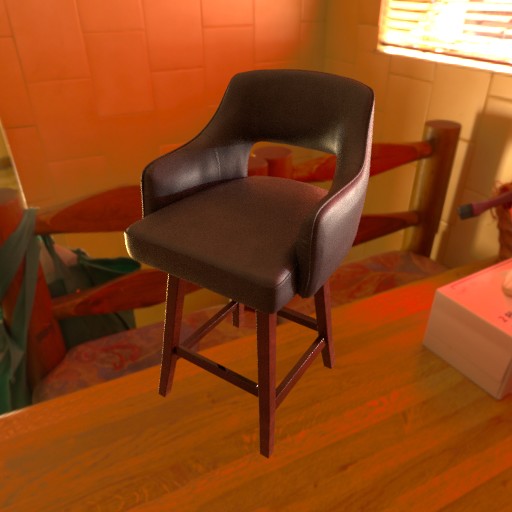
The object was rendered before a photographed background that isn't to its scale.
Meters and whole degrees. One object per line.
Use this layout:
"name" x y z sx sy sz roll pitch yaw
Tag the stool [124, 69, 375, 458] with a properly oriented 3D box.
"stool" 0.000 0.000 1.283 0.550 0.936 0.560 19 36 28
